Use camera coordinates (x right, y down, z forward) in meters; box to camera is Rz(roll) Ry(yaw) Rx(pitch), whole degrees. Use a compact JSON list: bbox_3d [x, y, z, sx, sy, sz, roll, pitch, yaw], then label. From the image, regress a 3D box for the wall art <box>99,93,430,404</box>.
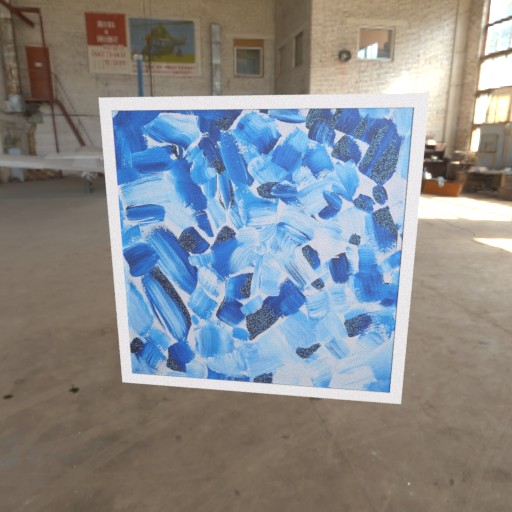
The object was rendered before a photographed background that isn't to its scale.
[{"bbox_3d":[0.000,0.000,0.967,0.660,0.660,0.015,2,15,8],"label":"wall art"}]
